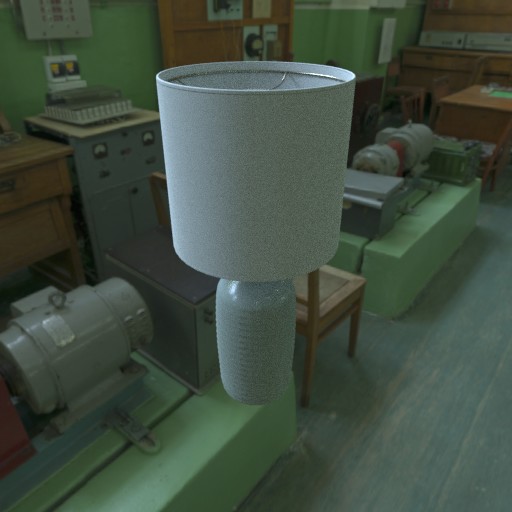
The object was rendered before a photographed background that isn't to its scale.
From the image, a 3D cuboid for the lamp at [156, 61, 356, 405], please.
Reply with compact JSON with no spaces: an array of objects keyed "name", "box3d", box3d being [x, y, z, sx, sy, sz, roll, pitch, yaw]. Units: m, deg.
[{"name":"lamp","box3d":[0.000,0.000,0.617,0.220,0.475,0.220,20,36,31]}]
